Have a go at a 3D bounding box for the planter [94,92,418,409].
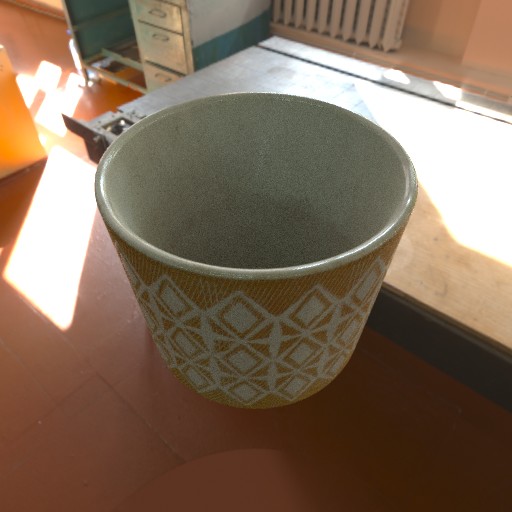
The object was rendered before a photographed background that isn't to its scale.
[{"bbox_3d":[0.000,0.000,0.329,0.193,0.165,0.193,0,45,0],"label":"planter"}]
